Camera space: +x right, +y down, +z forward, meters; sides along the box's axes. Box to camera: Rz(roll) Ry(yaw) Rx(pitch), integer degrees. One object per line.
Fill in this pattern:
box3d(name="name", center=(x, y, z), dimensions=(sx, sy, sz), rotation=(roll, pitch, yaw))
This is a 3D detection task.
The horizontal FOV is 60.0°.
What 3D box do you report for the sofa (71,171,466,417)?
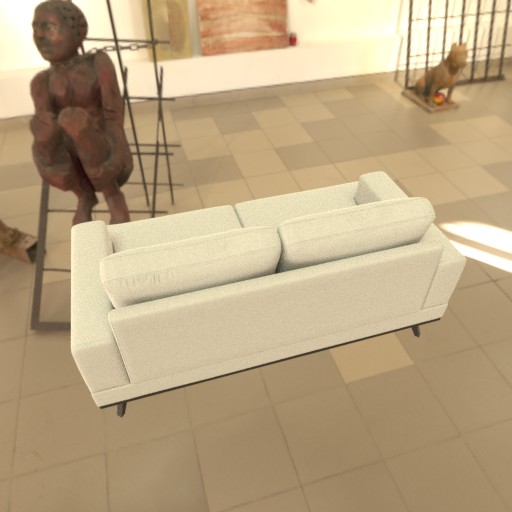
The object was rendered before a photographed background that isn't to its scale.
box3d(name="sofa", center=(0.000, 0.000, 2.161), dimensions=(1.650, 0.810, 0.920), rotation=(-12, 44, -12))
